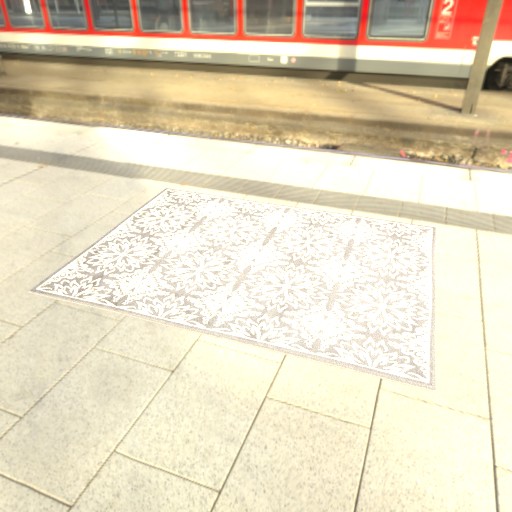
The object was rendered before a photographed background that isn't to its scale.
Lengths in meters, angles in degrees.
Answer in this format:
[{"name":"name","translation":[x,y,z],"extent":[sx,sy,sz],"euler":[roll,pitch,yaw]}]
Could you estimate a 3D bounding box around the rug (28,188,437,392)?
[{"name":"rug","translation":[0.000,0.000,2.878],"extent":[2.213,0.014,1.608],"euler":[10,33,16]}]
